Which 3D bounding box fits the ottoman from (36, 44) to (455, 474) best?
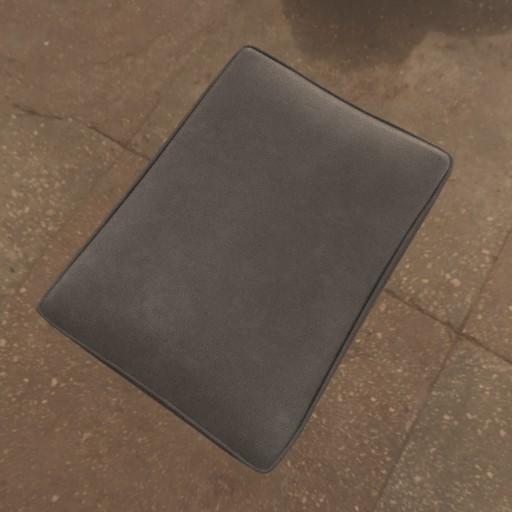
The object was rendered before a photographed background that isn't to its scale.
[{"bbox_3d":[0.000,0.000,1.074,0.554,0.445,0.756,32,77,8],"label":"ottoman"}]
